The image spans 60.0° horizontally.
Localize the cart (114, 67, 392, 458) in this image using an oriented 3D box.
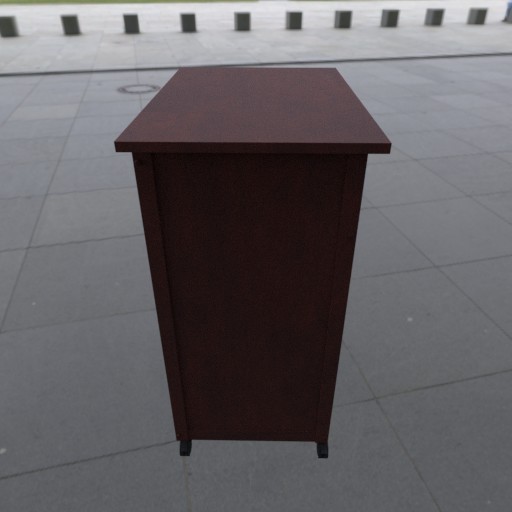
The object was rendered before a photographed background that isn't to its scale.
[{"bbox_3d":[0.000,0.000,1.224,0.442,0.864,0.683,1,33,1],"label":"cart"}]
